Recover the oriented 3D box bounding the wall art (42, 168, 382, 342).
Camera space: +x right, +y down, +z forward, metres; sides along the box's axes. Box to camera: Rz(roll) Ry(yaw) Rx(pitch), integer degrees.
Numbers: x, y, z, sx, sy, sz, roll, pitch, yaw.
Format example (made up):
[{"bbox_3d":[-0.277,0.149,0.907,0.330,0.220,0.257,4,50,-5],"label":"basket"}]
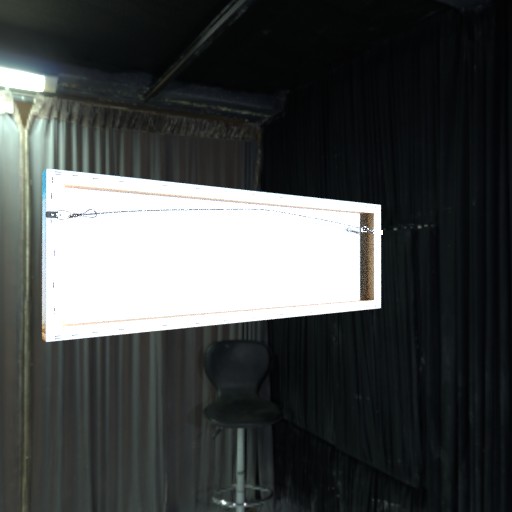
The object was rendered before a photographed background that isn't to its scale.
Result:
[{"bbox_3d":[0.000,0.000,0.869,0.759,0.254,0.044,0,0,-36],"label":"wall art"}]
